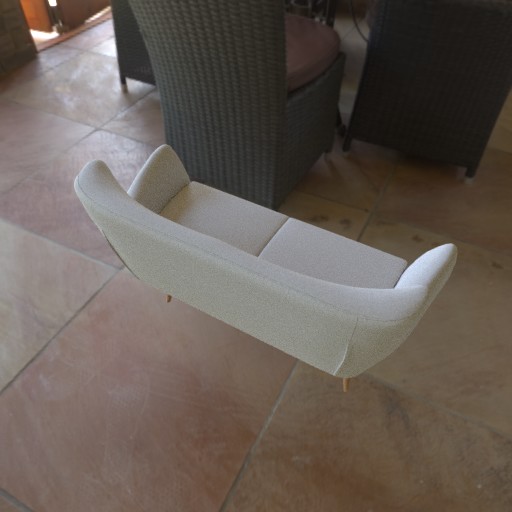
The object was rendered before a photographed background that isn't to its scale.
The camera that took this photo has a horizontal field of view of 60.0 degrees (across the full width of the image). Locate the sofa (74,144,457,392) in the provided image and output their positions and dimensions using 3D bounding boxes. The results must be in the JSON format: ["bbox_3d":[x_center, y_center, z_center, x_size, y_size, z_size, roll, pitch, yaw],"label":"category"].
[{"bbox_3d":[0.000,0.000,2.471,1.930,0.890,0.899,23,50,20],"label":"sofa"}]
